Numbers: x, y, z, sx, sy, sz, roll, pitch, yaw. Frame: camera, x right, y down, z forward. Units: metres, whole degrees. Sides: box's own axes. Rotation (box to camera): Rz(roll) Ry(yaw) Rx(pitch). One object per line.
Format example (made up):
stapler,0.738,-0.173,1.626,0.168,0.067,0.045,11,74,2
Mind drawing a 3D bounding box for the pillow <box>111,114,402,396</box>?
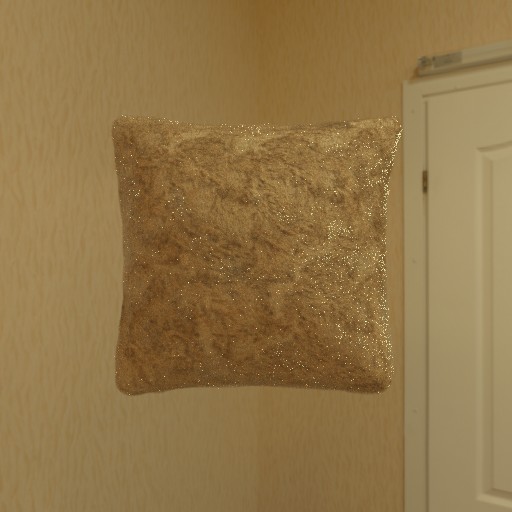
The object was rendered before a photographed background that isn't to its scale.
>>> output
pillow,0.000,0.000,0.798,0.538,0.525,0.216,0,0,1
